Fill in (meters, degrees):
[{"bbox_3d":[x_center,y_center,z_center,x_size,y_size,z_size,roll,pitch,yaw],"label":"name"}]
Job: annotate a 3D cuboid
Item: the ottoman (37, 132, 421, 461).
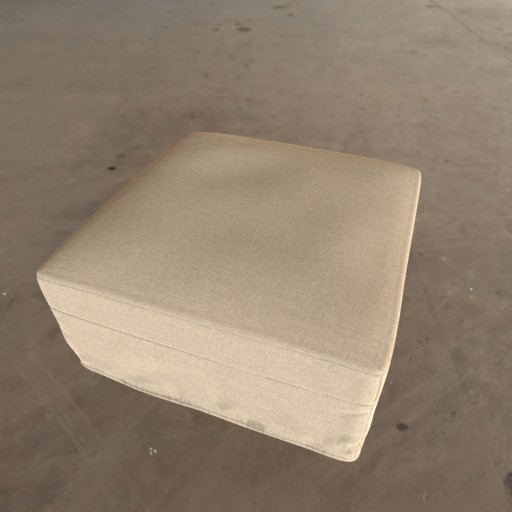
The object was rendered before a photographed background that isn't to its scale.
[{"bbox_3d":[0.000,0.000,1.326,0.840,0.436,0.843,13,42,15],"label":"ottoman"}]
